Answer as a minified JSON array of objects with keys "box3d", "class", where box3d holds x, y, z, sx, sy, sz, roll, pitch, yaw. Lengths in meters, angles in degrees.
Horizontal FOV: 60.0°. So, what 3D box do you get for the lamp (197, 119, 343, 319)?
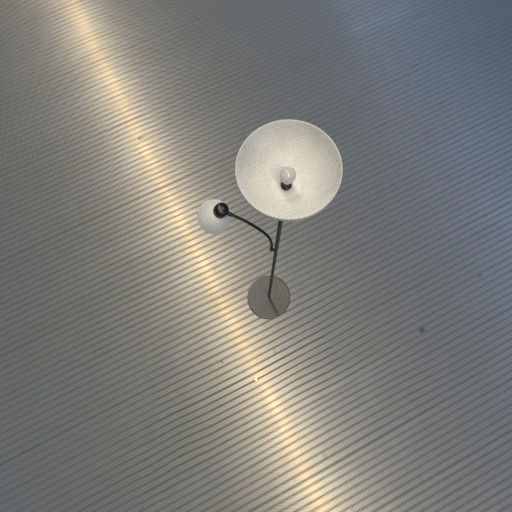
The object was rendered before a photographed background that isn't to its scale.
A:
[{"box3d":[0.000,0.000,1.969,0.442,1.804,0.279,17,75,5],"class":"lamp"}]
